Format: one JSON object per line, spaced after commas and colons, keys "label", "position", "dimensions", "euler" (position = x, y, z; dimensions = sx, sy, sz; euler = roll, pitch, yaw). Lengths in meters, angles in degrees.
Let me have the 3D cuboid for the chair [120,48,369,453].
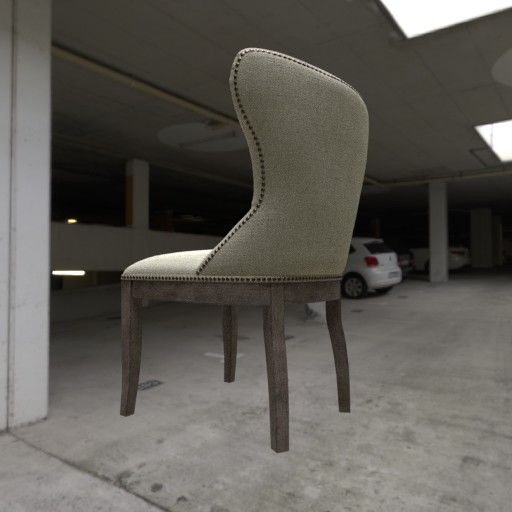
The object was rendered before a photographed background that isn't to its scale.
{"label": "chair", "position": [0.000, 0.000, 1.422], "dimensions": [0.681, 1.002, 0.654], "euler": [-1, -2, 36]}
